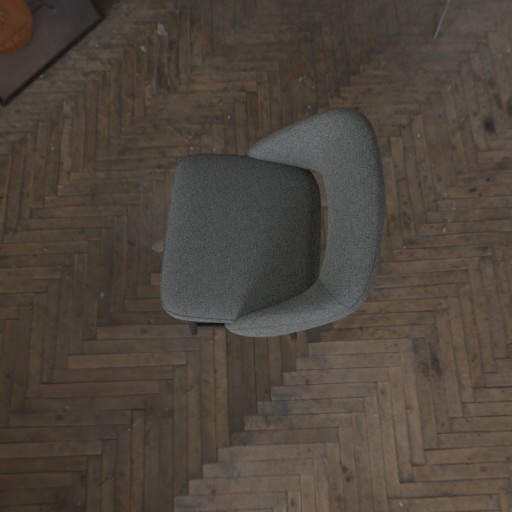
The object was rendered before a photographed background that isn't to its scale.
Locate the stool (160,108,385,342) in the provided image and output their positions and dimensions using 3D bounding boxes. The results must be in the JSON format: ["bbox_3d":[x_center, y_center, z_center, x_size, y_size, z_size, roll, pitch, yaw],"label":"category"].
[{"bbox_3d":[0.000,0.000,1.404,0.524,1.089,0.536,4,76,1],"label":"stool"}]
